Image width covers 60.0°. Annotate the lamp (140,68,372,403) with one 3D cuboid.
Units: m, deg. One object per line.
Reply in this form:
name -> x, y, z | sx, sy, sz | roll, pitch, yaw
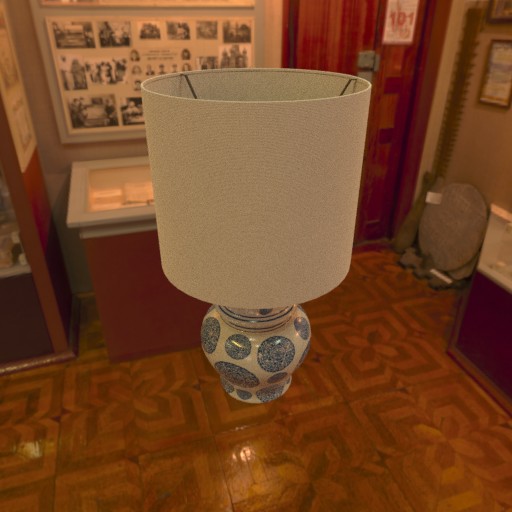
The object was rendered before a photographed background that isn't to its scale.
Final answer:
lamp -> 0.000, 0.000, 0.515 | 0.215, 0.381, 0.215 | -8, 30, -13
